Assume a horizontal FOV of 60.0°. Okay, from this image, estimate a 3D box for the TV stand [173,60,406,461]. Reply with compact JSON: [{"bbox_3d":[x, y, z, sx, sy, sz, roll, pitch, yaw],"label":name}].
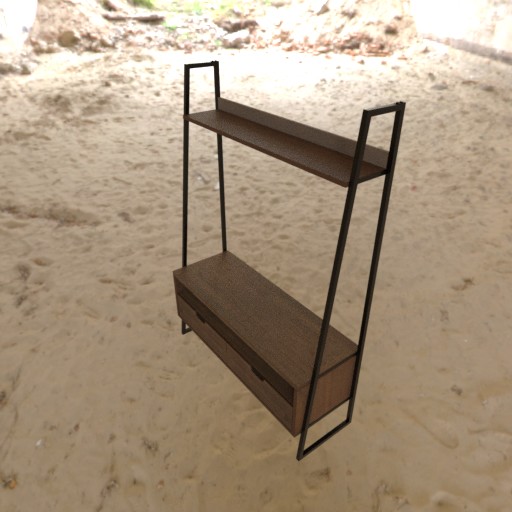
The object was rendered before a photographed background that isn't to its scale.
[{"bbox_3d":[0.000,0.000,2.378,0.432,1.772,1.250,-22,38,-31],"label":"TV stand"}]
